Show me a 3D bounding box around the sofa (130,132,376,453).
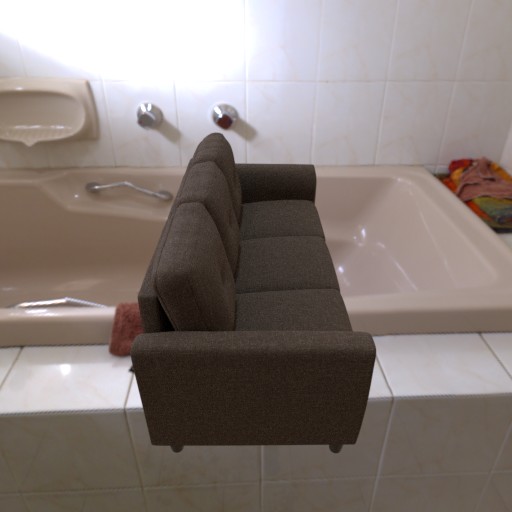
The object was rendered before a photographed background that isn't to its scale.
[{"bbox_3d":[0.000,0.000,2.325,0.837,0.891,1.847,0,31,0],"label":"sofa"}]
